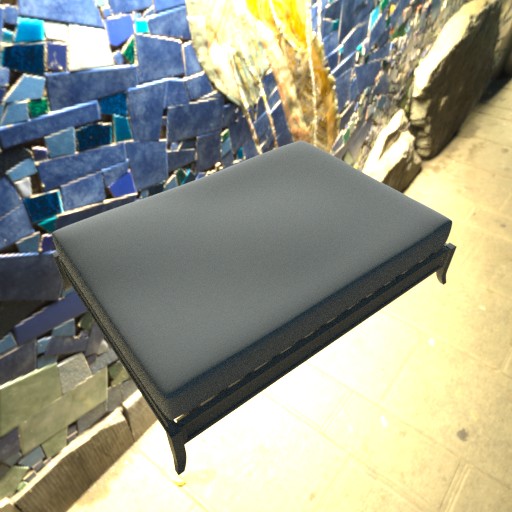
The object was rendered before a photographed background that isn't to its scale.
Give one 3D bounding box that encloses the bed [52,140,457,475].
[{"bbox_3d":[0.000,0.000,2.679,1.985,0.510,1.460,-27,48,-27],"label":"bed"}]
